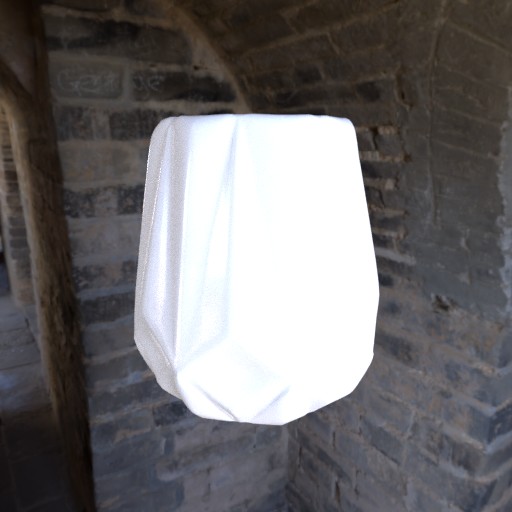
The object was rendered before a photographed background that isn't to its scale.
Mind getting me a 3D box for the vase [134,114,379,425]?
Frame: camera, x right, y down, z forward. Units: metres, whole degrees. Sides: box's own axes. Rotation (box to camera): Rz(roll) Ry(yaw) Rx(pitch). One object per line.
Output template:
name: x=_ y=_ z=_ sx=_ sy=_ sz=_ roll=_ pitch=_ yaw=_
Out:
vase: x=0.000 y=0.000 z=0.257 sx=0.141 sy=0.152 sz=0.141 roll=0 pitch=14 yaw=0
